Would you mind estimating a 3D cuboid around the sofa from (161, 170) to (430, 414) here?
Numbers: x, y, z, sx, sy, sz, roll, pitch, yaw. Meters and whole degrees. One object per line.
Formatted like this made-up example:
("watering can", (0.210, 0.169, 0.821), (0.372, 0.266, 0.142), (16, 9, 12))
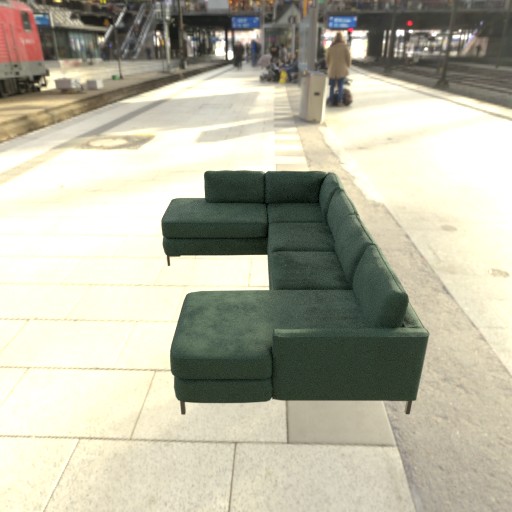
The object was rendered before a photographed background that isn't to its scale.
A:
("sofa", (0.000, 0.000, 3.910), (1.992, 0.861, 2.994), (0, 25, 0))
